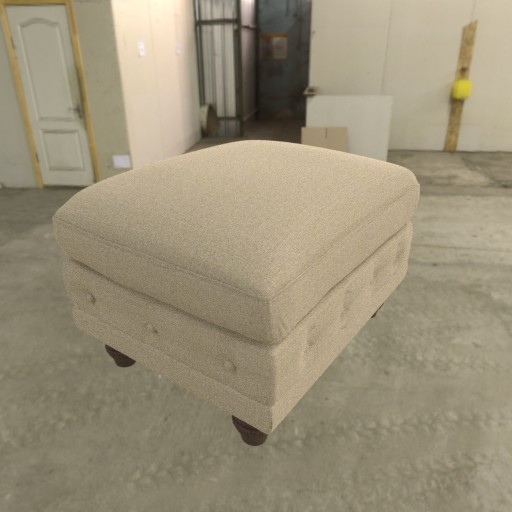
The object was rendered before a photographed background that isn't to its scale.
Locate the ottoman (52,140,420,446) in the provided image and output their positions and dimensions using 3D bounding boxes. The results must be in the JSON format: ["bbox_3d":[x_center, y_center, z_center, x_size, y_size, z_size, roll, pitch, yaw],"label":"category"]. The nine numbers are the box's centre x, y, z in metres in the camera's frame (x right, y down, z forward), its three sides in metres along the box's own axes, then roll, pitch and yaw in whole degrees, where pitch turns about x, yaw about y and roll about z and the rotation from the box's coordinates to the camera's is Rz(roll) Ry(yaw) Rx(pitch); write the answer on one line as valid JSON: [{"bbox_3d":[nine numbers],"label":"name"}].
[{"bbox_3d":[0.000,0.000,1.033,0.541,0.463,0.684,18,31,32],"label":"ottoman"}]
